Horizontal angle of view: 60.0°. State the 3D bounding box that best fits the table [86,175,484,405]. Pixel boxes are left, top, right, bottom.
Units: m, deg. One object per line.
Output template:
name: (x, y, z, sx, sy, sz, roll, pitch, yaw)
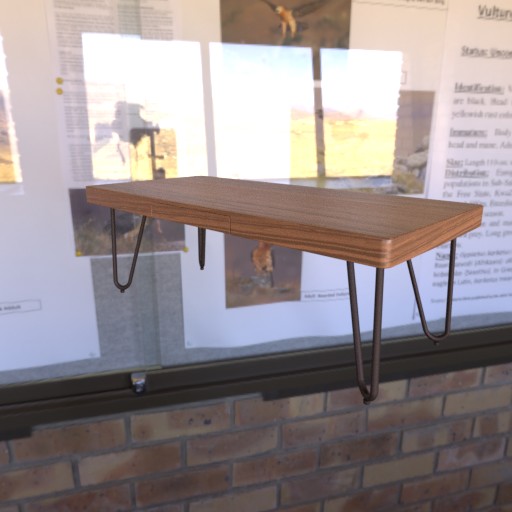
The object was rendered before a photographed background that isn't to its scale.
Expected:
table: (0.000, 0.000, 1.676, 1.375, 0.468, 0.637, 14, 21, 41)
